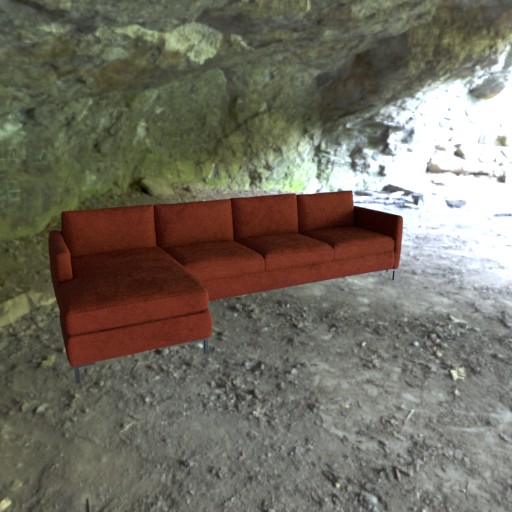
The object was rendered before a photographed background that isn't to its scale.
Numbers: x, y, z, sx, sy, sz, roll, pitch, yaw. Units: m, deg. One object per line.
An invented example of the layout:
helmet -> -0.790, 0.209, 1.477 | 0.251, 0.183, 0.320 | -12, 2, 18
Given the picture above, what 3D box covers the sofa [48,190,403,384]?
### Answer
sofa -> 0.000, 0.000, 2.941 | 2.467, 0.663, 1.136 | -8, 17, -26
